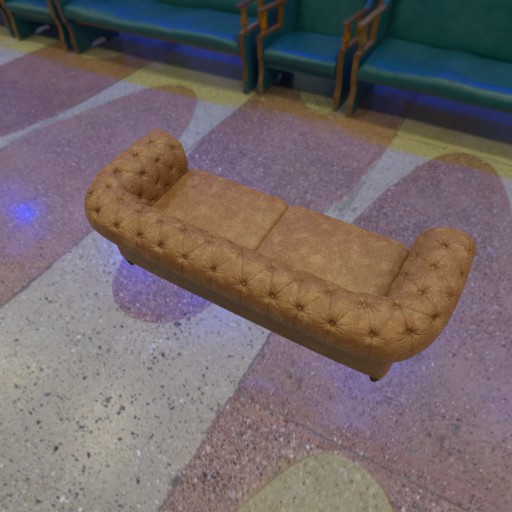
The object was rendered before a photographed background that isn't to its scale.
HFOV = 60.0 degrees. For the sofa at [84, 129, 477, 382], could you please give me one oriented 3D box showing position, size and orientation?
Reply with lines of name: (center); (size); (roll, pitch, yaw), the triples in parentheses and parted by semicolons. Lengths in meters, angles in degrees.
sofa: (0.000, 0.000, 2.829); (2.365, 0.760, 0.989); (23, 51, 20)
